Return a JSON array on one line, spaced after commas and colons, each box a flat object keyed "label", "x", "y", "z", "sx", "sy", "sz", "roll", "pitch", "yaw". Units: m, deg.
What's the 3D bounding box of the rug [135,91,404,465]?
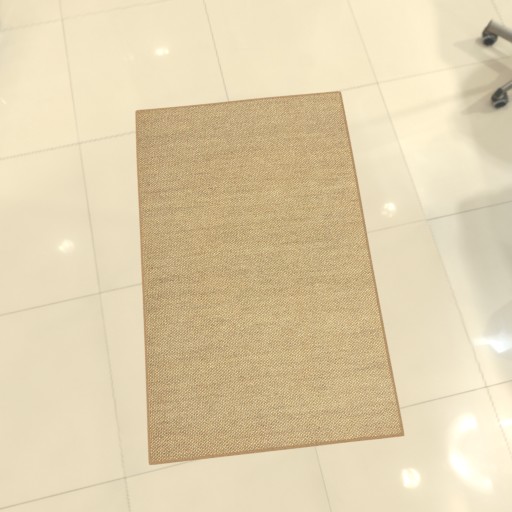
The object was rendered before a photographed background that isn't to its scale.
[{"label": "rug", "x": 0.000, "y": 0.000, "z": 2.042, "sx": 1.061, "sy": 0.012, "sz": 1.668, "roll": -6, "pitch": 74, "yaw": -2}]
